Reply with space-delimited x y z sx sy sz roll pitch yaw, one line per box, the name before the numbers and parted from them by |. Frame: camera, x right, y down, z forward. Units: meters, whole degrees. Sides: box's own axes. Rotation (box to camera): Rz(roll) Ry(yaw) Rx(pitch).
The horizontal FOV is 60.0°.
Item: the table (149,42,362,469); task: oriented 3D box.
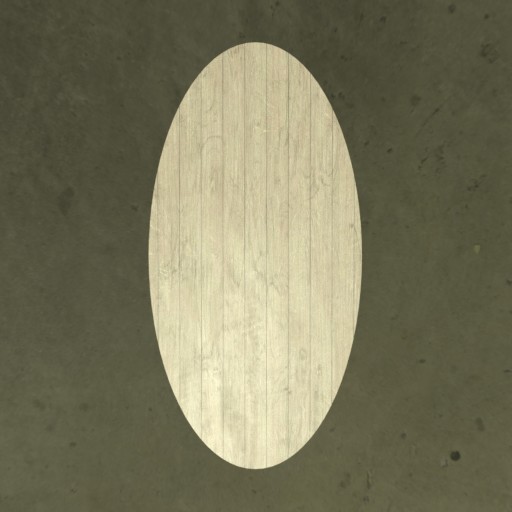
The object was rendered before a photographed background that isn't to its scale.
table | 0.000 0.000 1.319 0.542 0.390 1.083 0 91 1
